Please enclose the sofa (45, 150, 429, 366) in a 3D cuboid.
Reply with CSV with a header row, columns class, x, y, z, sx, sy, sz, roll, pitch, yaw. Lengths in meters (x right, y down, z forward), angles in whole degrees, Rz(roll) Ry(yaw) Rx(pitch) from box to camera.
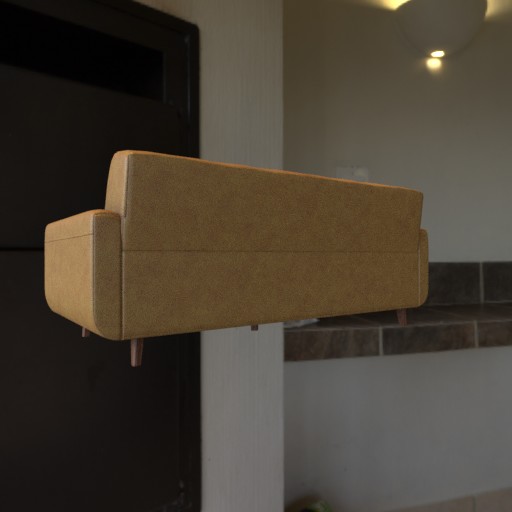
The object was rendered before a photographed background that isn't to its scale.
class,x,y,z,sx,sy,sz,roll,pitch,yaw
sofa,0.000,0.000,2.627,2.137,0.892,0.980,0,0,-35
